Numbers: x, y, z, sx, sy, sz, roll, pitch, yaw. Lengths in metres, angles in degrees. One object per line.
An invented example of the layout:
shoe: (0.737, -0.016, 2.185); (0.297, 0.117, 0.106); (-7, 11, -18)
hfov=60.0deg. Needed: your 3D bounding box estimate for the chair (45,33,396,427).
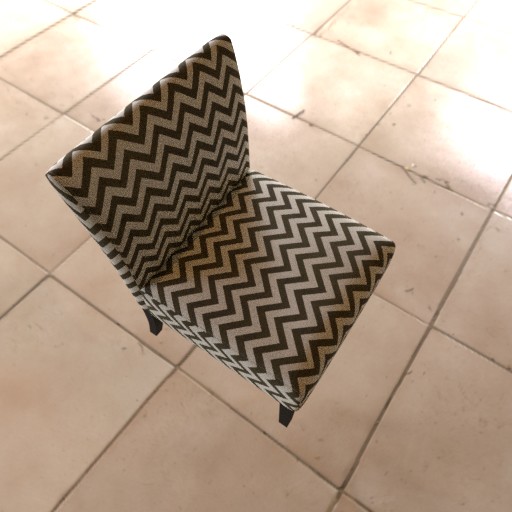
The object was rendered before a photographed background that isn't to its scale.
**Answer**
chair: (0.000, 0.000, 1.262); (0.648, 0.838, 0.589); (30, 63, 17)
